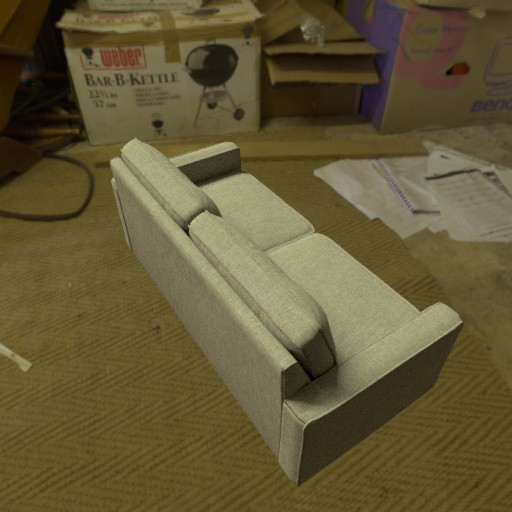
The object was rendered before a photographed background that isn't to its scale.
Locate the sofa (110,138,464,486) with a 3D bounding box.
[{"bbox_3d":[0.000,0.000,2.537,0.945,0.918,2.078,-24,47,-24],"label":"sofa"}]
